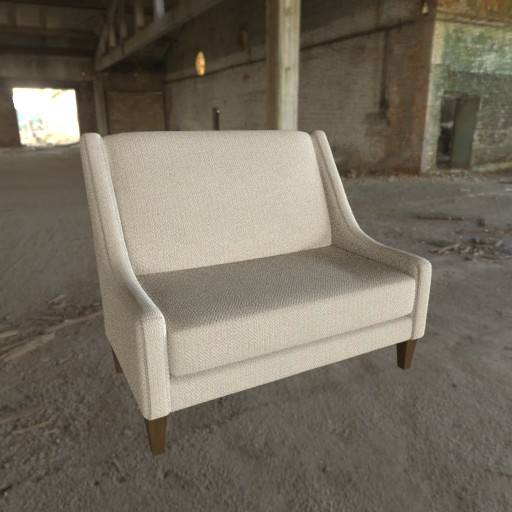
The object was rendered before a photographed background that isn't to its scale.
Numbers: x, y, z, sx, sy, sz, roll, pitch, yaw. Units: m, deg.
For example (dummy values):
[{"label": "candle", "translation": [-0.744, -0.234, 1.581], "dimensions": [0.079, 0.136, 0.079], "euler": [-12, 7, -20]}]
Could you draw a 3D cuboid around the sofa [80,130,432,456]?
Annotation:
[{"label": "sofa", "translation": [0.000, 0.000, 1.899], "dimensions": [1.242, 1.022, 0.870], "euler": [-9, 19, -27]}]
